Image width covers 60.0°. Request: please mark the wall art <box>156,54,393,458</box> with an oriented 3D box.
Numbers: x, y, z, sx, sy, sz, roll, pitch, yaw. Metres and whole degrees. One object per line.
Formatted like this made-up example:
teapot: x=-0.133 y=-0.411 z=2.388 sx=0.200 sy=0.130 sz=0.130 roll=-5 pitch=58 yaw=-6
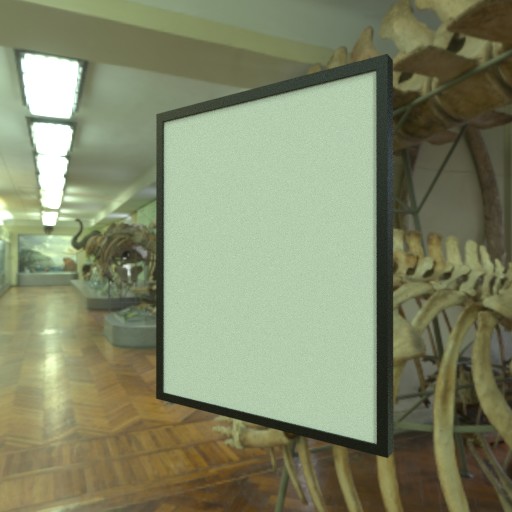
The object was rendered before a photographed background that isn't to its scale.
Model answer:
wall art: x=0.000 y=0.000 z=0.534 sx=0.325 sy=0.397 sz=0.018 roll=0 pitch=0 yaw=34
